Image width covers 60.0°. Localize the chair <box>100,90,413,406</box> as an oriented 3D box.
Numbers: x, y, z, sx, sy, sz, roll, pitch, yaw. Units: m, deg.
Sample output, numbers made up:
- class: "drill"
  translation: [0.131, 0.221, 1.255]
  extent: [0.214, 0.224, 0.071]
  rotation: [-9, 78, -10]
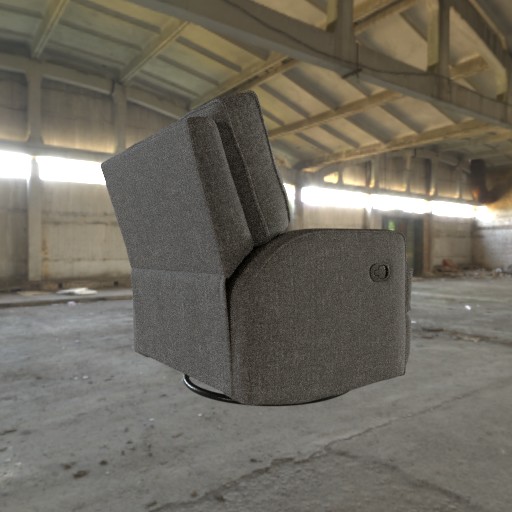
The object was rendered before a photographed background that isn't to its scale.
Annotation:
- class: "chair"
  translation: [0.000, 0.000, 1.705]
  extent: [0.964, 0.962, 0.861]
  rotation: [0, 0, -36]
